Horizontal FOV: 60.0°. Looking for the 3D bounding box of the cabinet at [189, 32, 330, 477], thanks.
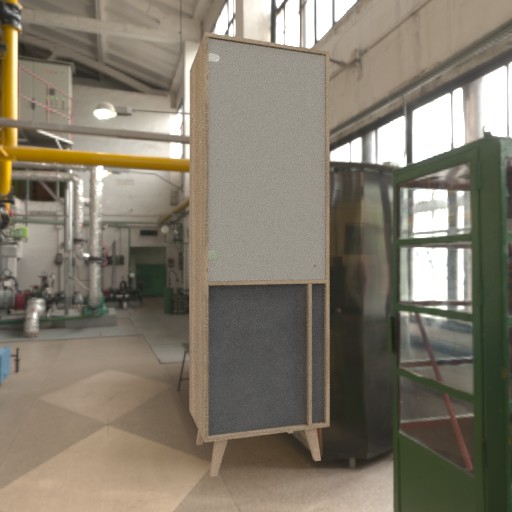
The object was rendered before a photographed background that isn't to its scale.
[{"bbox_3d":[0.000,0.000,2.106,0.570,1.850,0.400,0,0,-17],"label":"cabinet"}]
